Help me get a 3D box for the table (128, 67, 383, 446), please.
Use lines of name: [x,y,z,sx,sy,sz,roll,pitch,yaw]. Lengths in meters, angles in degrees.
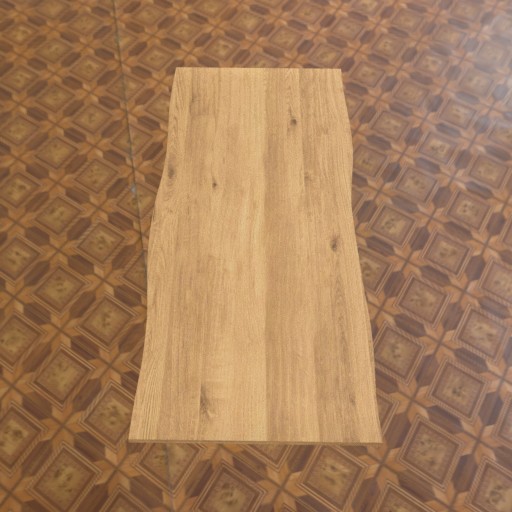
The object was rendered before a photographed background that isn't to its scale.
table: [0.000,0.000,2.252,0.900,0.780,1.800,1,64,0]
